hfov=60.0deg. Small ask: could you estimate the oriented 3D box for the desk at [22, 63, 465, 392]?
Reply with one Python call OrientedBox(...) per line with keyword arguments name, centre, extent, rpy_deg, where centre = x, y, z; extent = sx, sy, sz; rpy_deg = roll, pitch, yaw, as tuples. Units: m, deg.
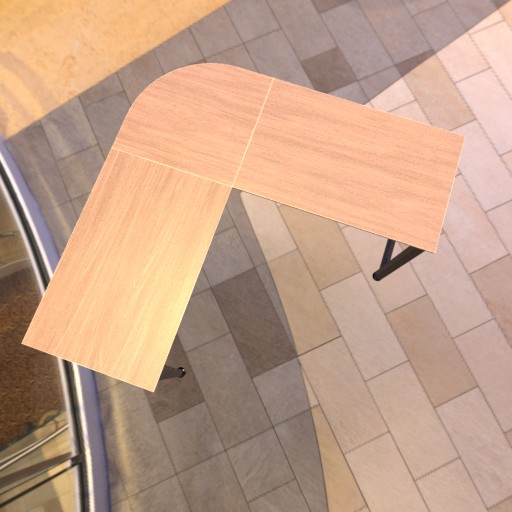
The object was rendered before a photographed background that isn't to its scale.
OrientedBox(name="desk", centre=(0.000, 0.000, 2.154), extent=(1.400, 0.762, 1.400), rpy_deg=(19, 77, 4))
